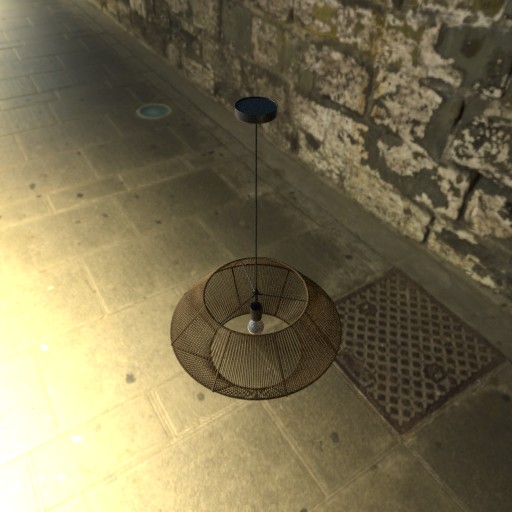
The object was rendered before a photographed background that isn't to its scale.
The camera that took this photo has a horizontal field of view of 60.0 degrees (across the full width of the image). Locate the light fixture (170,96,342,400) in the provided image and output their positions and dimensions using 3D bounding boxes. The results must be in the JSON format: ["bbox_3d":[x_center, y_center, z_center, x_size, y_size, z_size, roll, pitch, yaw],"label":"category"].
[{"bbox_3d":[0.000,0.000,1.433,0.643,1.009,0.643,0,43,0],"label":"light fixture"}]
